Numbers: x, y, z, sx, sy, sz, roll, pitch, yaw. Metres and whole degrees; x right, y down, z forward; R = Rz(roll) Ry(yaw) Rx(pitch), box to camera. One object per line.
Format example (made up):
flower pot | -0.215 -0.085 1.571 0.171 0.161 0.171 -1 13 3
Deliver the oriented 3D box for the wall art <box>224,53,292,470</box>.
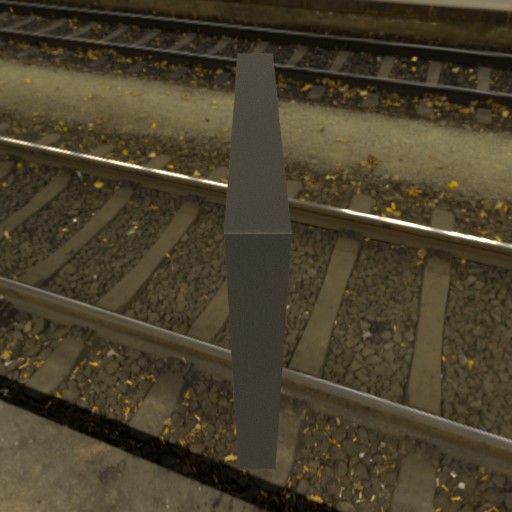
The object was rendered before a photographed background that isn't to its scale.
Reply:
wall art | 0.000 0.000 0.459 0.037 0.305 0.305 0 42 0
